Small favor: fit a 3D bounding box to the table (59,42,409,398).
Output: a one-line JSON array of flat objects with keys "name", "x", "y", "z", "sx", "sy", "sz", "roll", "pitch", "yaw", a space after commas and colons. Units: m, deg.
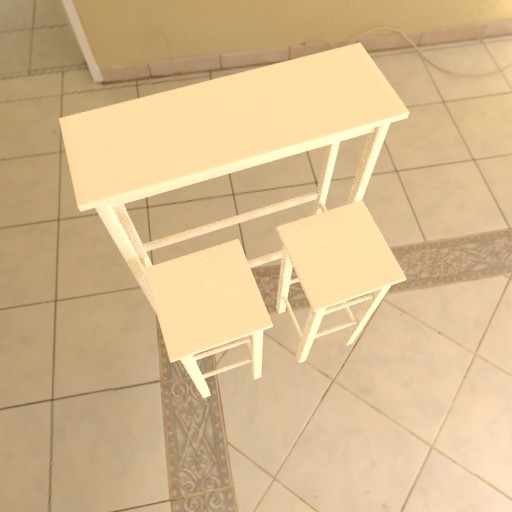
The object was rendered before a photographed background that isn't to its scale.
[{"name": "table", "x": 0.000, "y": 0.000, "z": 1.617, "sx": 0.915, "sy": 1.065, "sz": 0.650, "roll": -18, "pitch": 64, "yaw": -9}]
